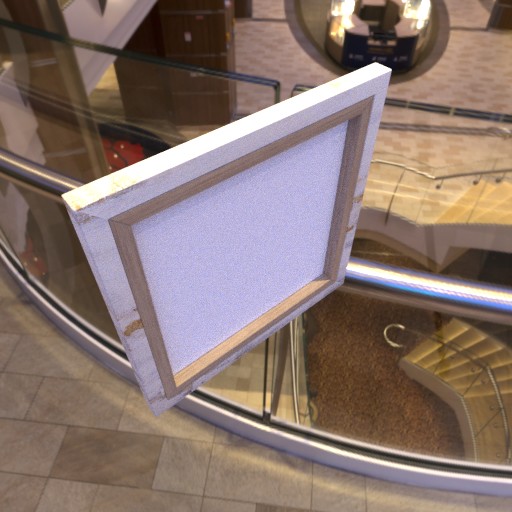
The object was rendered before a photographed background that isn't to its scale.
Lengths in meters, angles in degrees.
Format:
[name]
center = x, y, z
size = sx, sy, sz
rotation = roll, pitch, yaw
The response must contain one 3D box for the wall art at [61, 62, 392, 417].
[wall art]
center = 0.000, 0.000, 0.909
size = 0.611, 0.613, 0.040
rotation = -31, 54, -26
